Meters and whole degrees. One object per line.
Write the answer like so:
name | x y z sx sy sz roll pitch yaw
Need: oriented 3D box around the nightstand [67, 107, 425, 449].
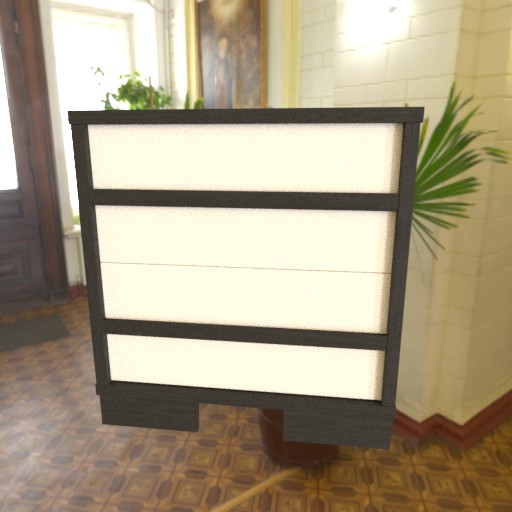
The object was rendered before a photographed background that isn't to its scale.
nightstand | 0.000 0.000 0.744 0.427 0.448 0.347 2 15 8
